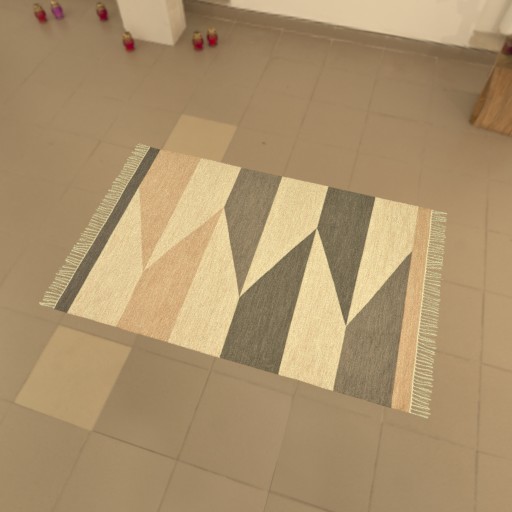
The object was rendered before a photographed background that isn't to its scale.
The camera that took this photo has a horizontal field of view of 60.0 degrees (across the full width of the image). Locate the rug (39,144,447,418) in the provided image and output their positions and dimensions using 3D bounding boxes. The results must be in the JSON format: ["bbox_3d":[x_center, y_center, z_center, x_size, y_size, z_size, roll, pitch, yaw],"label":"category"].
[{"bbox_3d":[0.000,0.000,2.469,2.021,0.027,1.224,14,59,9],"label":"rug"}]
